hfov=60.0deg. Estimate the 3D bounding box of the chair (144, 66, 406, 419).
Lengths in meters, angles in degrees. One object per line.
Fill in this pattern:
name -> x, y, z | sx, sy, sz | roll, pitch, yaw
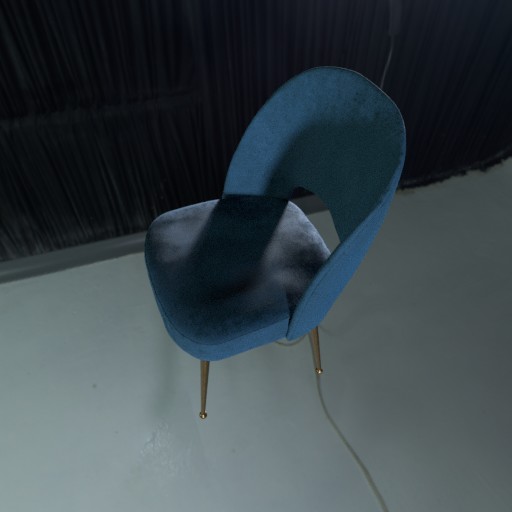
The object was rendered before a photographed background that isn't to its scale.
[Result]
chair -> 0.000, 0.000, 1.209 | 0.577, 0.860, 0.527 | -17, 50, -14
